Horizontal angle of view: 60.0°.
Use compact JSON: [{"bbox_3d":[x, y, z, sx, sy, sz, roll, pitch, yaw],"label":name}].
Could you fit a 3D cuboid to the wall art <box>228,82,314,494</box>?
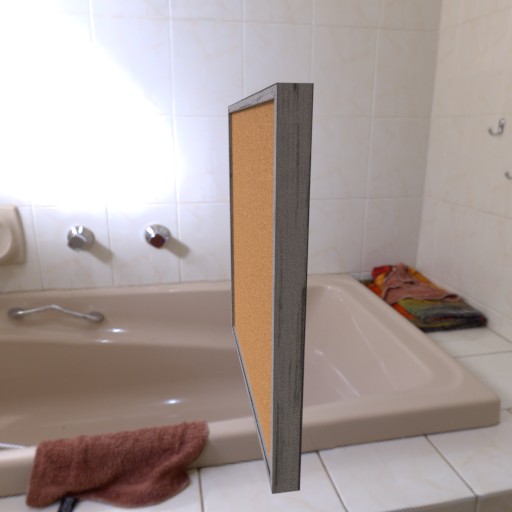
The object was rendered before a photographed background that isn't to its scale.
[{"bbox_3d":[0.000,0.000,0.755,0.038,0.506,0.506,-3,16,-9],"label":"wall art"}]
